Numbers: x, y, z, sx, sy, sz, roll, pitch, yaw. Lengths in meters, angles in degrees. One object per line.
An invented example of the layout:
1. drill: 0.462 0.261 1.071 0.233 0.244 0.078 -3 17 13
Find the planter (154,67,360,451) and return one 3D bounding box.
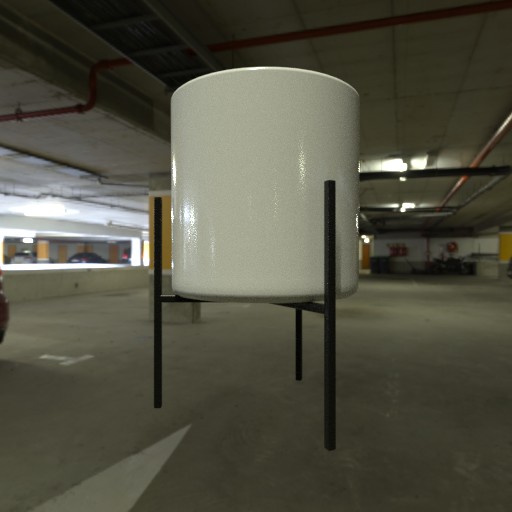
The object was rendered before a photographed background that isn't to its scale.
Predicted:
1. planter: 0.000 0.000 0.522 0.239 0.356 0.239 0 0 0
